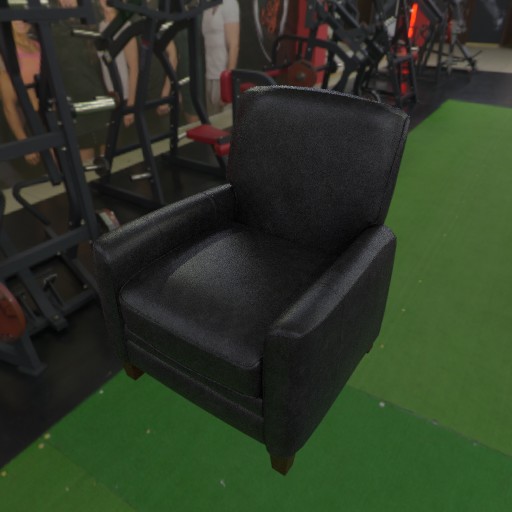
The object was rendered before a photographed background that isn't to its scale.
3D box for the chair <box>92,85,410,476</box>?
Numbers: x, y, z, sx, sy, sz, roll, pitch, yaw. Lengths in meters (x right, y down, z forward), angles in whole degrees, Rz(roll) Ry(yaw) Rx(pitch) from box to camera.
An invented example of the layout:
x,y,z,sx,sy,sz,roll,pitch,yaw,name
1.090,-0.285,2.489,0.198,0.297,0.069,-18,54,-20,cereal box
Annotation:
x,y,z,sx,sy,sz,roll,pitch,yaw,name
0.000,0.000,1.586,0.848,1.014,0.864,20,37,29,chair
